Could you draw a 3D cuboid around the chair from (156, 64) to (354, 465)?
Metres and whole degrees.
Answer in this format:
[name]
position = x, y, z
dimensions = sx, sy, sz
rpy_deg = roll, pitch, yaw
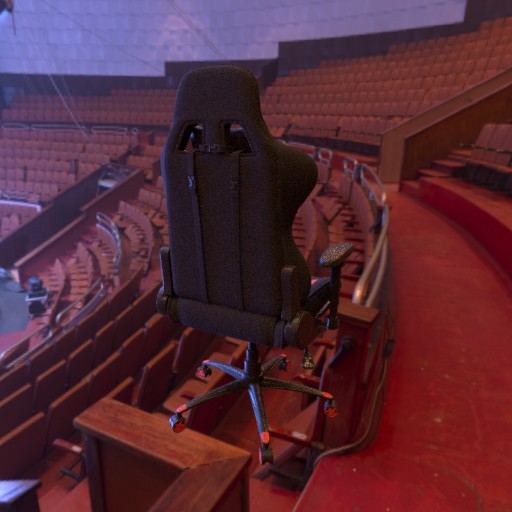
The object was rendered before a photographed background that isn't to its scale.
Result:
[chair]
position = 0.000, 0.000, 1.727
dimensions = 0.695, 1.326, 0.658
rpy_deg = 8, 18, 26
